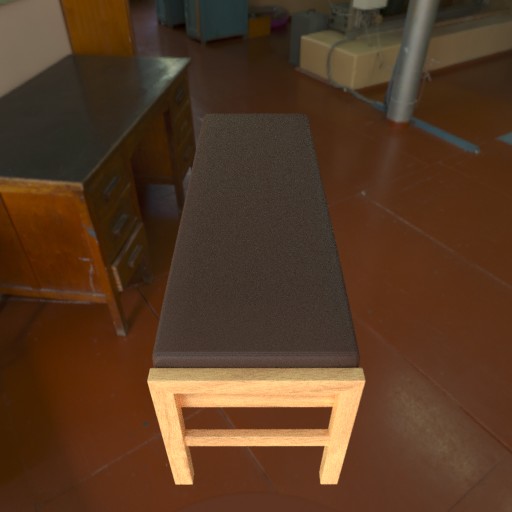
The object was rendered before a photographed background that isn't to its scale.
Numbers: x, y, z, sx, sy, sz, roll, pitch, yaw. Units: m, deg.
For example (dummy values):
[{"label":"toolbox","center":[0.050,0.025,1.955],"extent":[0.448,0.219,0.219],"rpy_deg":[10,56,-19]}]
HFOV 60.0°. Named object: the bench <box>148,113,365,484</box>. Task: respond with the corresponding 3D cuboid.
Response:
[{"label":"bench","center":[0.000,0.000,1.410],"extent":[0.405,0.480,1.200],"rpy_deg":[0,40,0]}]
